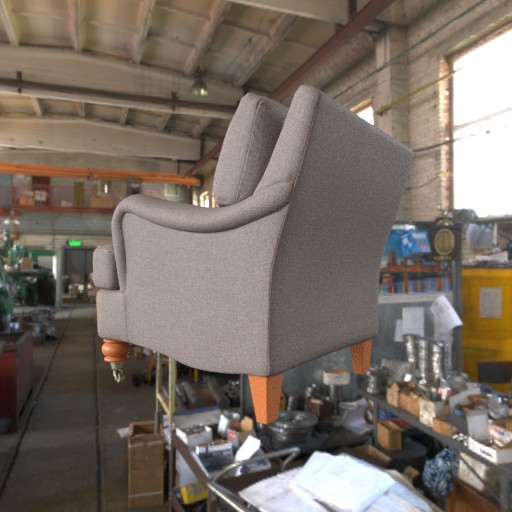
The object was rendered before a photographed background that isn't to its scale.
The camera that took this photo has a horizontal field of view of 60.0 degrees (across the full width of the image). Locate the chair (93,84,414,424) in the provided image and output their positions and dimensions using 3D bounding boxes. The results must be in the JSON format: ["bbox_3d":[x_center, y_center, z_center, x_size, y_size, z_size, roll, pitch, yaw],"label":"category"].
[{"bbox_3d":[0.000,0.000,1.875,1.070,1.038,0.955,0,0,36],"label":"chair"}]
